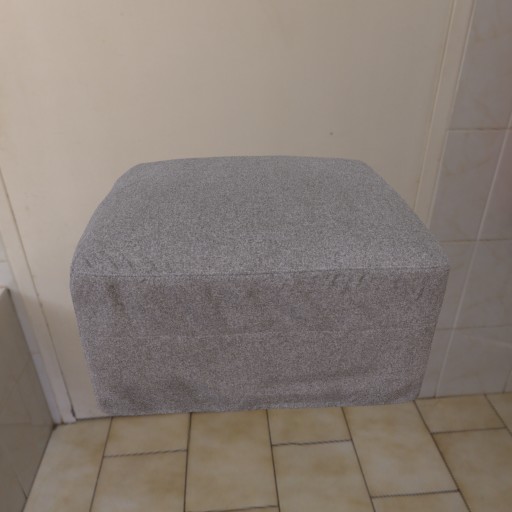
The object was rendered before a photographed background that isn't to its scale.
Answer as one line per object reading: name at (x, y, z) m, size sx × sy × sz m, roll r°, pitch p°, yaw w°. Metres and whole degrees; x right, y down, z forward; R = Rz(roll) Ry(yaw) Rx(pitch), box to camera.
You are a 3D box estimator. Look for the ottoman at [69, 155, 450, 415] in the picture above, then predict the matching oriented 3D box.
ottoman at (0.000, 0.000, 1.240) m, size 0.837 × 0.481 × 0.683 m, roll -1°, pitch 30°, yaw -2°
